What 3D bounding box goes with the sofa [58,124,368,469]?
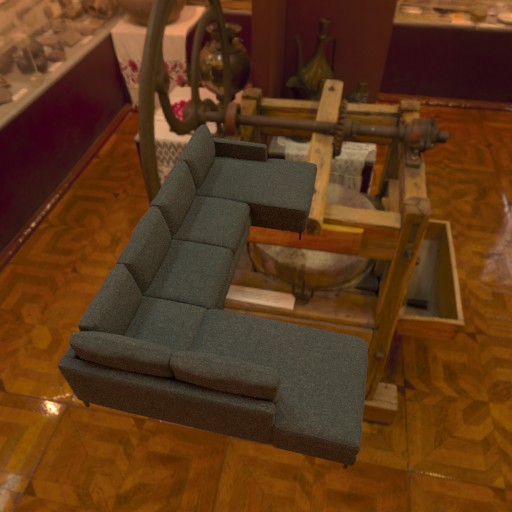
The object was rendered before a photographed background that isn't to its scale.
[{"bbox_3d":[0.000,0.000,3.841,2.007,0.813,2.956,9,47,9],"label":"sofa"}]
